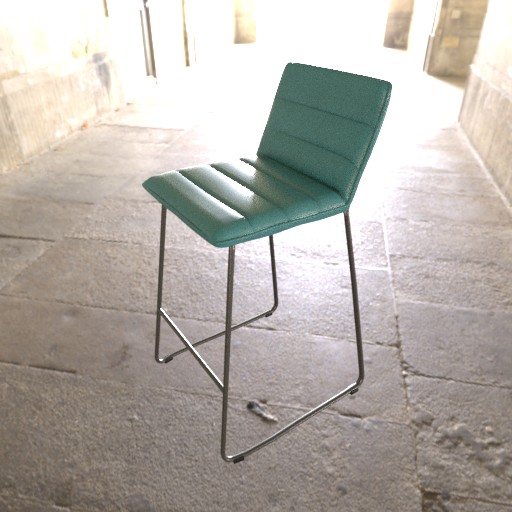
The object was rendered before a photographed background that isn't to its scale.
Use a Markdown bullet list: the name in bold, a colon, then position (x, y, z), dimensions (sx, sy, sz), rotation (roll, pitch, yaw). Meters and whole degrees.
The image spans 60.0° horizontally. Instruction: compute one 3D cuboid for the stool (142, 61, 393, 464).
- **stool**: position (0.000, 0.000, 1.240), dimensions (0.524, 0.936, 0.489), rotation (-20, 37, -29)
